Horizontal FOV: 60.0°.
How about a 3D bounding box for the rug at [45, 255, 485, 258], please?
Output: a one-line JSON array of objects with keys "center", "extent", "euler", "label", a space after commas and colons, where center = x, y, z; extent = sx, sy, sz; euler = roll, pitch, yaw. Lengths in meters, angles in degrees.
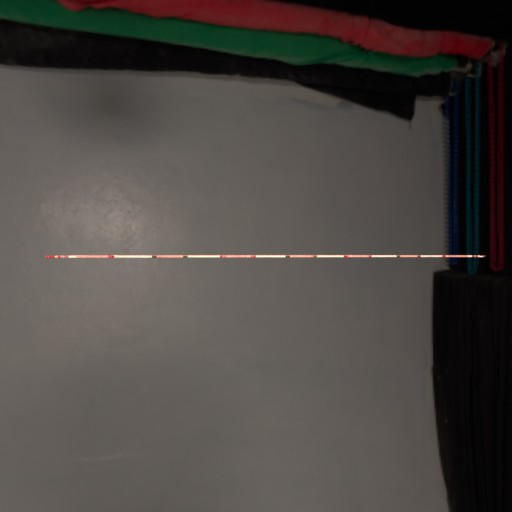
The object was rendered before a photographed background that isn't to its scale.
[{"center": [0.000, 0.000, 3.031], "extent": [2.431, 0.010, 1.535], "euler": [0, 0, -18], "label": "rug"}]
